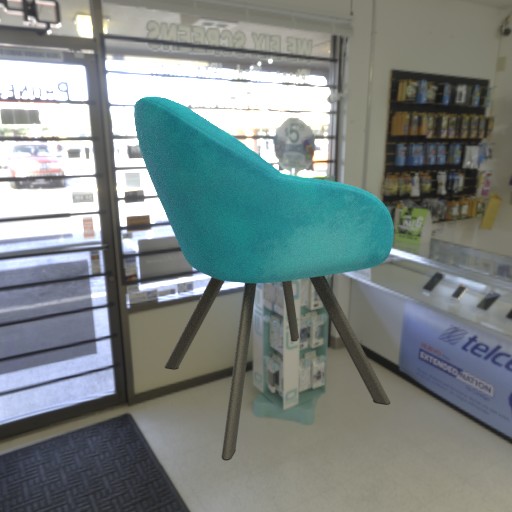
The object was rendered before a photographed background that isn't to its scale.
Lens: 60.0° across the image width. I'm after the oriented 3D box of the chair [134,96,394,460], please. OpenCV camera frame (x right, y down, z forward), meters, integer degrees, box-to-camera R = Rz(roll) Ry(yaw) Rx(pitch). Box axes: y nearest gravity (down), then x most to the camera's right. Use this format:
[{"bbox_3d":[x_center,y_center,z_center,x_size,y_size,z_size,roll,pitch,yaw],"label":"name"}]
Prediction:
[{"bbox_3d":[0.000,0.000,1.200,0.590,0.795,0.550,-7,16,-26],"label":"chair"}]
